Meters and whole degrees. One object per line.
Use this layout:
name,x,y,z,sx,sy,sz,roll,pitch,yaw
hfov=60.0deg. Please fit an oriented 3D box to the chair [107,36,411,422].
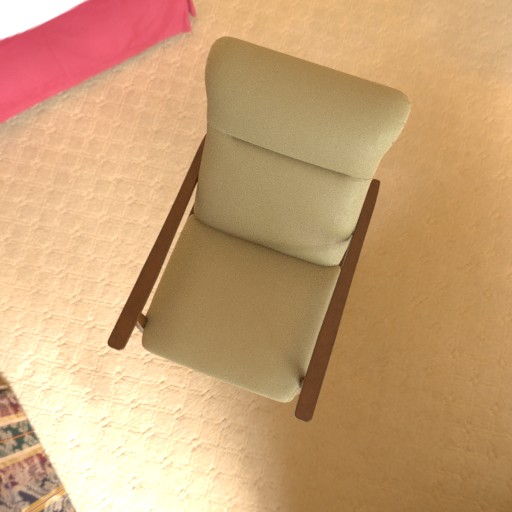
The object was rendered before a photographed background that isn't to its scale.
chair,0.000,0.000,1.726,0.762,1.082,1.014,20,78,4
